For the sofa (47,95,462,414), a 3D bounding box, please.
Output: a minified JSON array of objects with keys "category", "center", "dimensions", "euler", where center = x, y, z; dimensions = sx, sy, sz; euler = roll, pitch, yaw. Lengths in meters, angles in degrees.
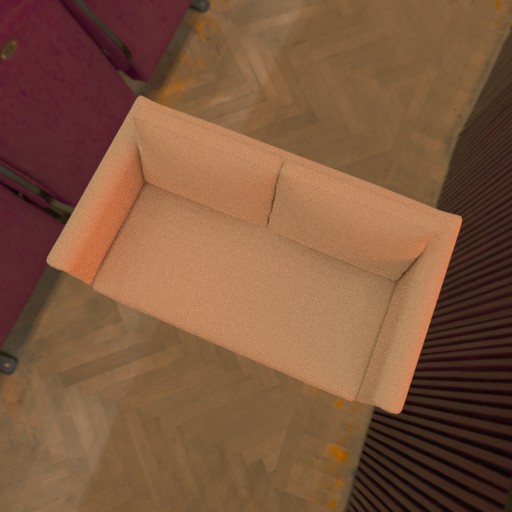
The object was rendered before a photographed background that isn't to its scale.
[{"category":"sofa","center":[0.000,0.000,2.127],"dimensions":[1.598,0.873,0.905],"euler":[22,76,6]}]
